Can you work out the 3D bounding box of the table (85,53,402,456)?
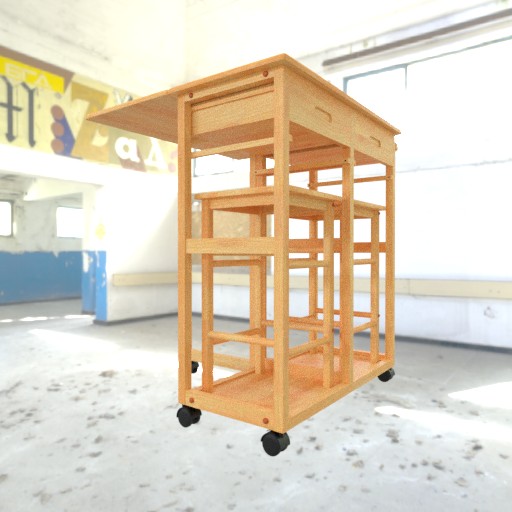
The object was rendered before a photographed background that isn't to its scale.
[{"bbox_3d":[0.000,0.000,1.398,0.693,0.832,0.752,0,1,36],"label":"table"}]
